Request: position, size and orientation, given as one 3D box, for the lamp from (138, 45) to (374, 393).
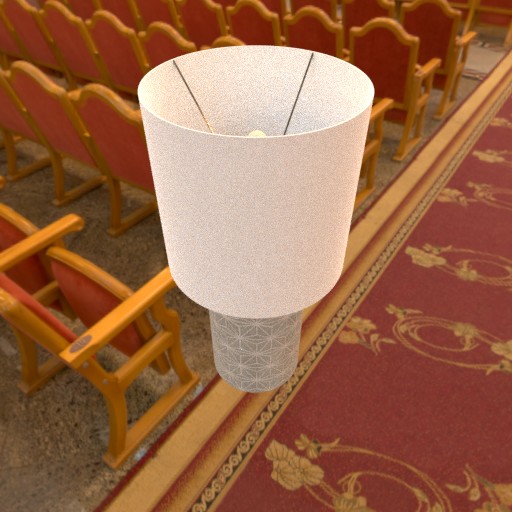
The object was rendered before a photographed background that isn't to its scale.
[{"bbox_3d":[0.000,0.000,0.533,0.206,0.416,0.206,26,48,25],"label":"lamp"}]
